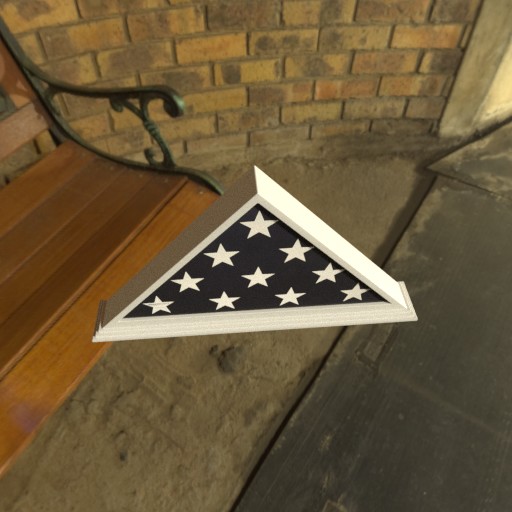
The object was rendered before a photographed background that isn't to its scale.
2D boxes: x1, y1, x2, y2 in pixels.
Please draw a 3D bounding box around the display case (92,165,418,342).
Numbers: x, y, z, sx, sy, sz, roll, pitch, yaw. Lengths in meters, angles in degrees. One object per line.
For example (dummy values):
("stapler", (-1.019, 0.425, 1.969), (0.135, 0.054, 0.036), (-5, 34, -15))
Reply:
("display case", (0.000, 0.000, 0.776), (0.640, 0.340, 0.095), (-3, 49, -3))
